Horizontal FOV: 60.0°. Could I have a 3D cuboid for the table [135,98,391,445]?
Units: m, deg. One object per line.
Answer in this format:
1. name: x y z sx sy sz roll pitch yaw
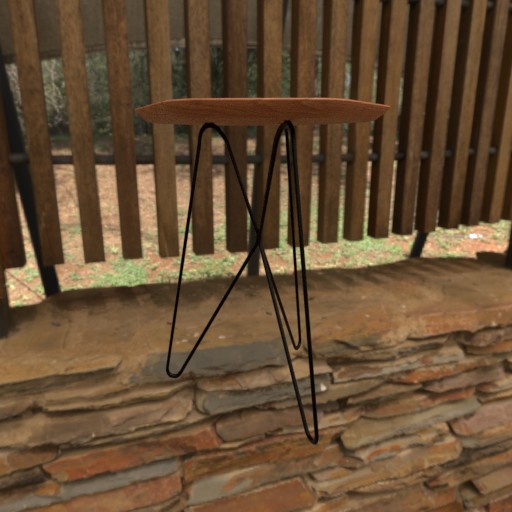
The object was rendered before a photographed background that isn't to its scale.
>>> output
1. table: 0.000 0.000 0.889 0.400 0.562 0.500 -7 16 -25
